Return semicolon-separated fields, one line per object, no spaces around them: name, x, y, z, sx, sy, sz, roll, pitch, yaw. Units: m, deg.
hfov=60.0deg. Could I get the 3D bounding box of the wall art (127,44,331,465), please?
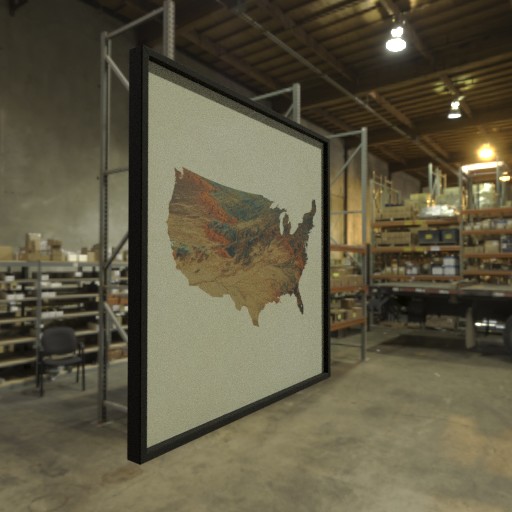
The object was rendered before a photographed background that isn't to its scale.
wall art;0.000;0.000;1.121;0.038;0.762;0.762;-1;-1;36
